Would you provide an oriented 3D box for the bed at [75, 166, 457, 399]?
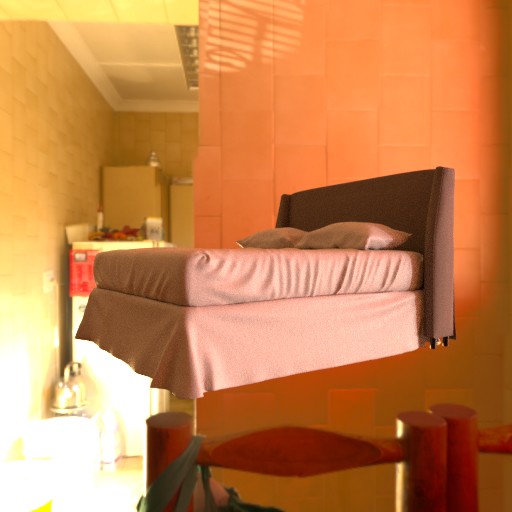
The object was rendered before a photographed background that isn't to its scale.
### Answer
[{"bbox_3d":[0.000,0.000,3.388,2.276,1.332,1.925,0,0,-35],"label":"bed"}]
